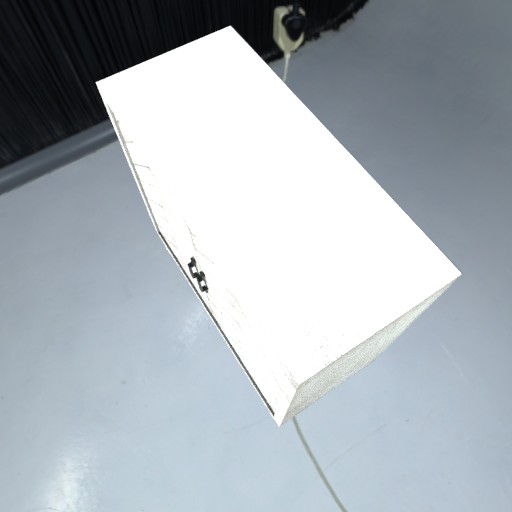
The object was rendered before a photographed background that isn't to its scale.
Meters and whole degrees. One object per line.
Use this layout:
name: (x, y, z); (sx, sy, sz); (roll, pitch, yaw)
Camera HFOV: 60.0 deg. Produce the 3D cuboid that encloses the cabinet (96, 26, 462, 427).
cabinet: (0.000, 0.000, 1.233); (0.370, 0.787, 0.781); (-30, 67, -14)
